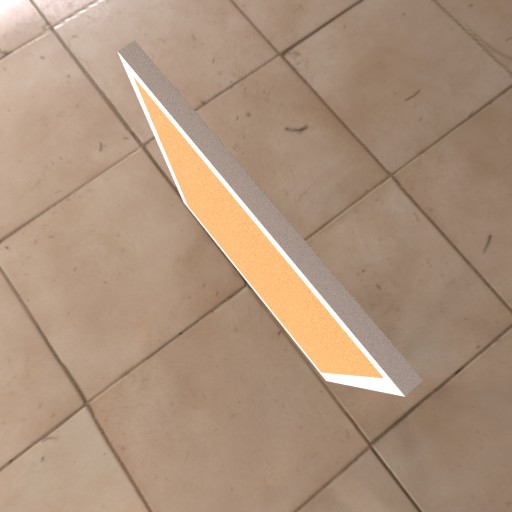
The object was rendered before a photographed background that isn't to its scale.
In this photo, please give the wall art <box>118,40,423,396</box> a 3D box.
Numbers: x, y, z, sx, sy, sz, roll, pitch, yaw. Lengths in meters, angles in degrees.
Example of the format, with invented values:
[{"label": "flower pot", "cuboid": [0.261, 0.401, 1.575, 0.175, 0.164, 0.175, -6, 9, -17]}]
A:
[{"label": "wall art", "cuboid": [0.000, 0.000, 1.103, 0.038, 0.762, 0.762, -37, 79, -9]}]
